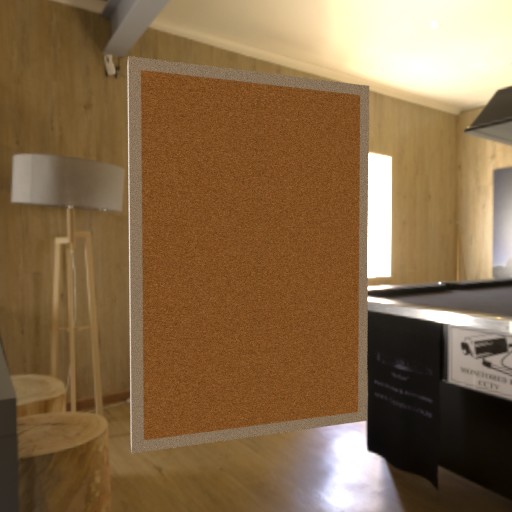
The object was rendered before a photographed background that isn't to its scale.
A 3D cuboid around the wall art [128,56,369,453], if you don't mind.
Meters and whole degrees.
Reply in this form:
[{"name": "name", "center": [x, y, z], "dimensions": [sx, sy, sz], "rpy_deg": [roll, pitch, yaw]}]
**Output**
[{"name": "wall art", "center": [0.000, 0.000, 0.819], "dimensions": [0.450, 0.657, 0.038], "rpy_deg": [-1, 2, -18]}]
